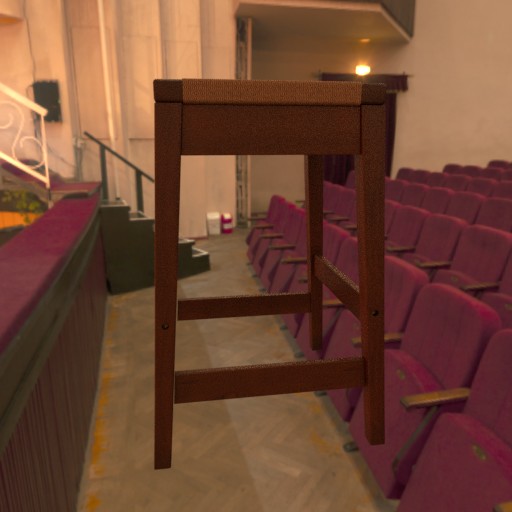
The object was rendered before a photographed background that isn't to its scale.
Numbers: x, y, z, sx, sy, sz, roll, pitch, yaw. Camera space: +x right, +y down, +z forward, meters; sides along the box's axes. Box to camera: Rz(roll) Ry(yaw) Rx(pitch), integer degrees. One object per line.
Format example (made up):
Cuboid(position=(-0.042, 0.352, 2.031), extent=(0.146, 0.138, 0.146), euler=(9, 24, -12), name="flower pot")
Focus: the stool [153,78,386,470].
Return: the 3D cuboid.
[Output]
Cuboid(position=(0.000, 0.000, 1.092), extent=(0.507, 0.762, 0.497), euler=(-2, 15, -9), name="stool")
